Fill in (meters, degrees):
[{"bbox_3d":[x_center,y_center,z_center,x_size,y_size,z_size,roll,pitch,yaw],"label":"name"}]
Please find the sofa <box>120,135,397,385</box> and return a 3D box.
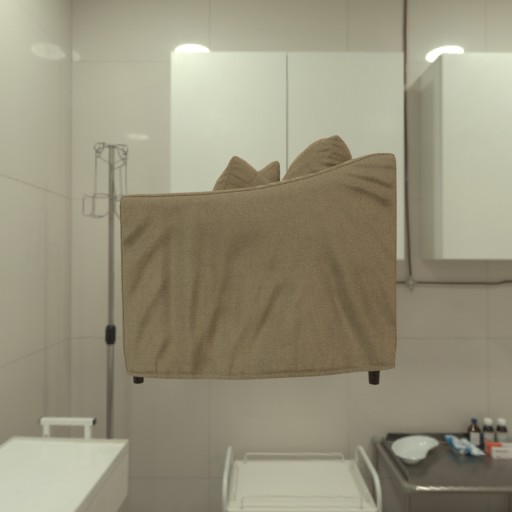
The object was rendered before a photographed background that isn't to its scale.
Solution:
[{"bbox_3d":[0.000,0.000,2.625,1.072,1.018,2.010,0,-1,0],"label":"sofa"}]
